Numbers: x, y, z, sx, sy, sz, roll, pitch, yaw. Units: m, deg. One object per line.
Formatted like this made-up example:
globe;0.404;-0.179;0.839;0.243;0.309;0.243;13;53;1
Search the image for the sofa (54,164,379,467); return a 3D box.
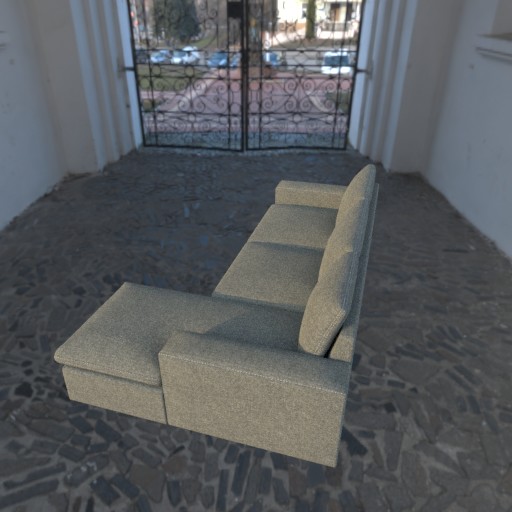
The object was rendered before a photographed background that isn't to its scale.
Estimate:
sofa;0.000;0.000;3.476;1.689;0.940;2.718;8;31;14
